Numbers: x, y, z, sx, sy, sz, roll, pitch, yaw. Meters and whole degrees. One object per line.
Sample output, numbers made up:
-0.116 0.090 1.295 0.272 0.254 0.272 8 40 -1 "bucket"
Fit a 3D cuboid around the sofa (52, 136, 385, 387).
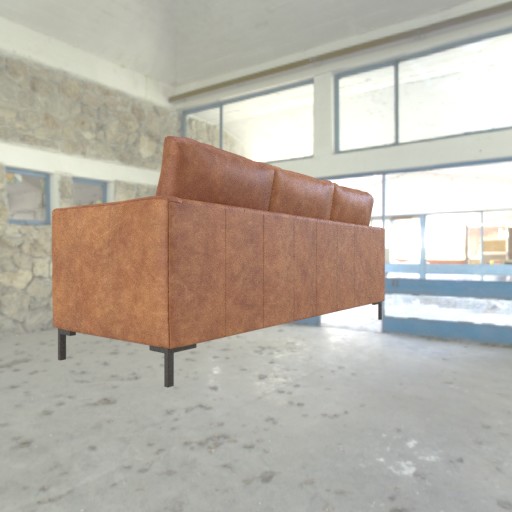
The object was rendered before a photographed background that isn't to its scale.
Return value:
0.000 0.000 2.447 0.748 0.863 2.029 0 0 36 "sofa"
